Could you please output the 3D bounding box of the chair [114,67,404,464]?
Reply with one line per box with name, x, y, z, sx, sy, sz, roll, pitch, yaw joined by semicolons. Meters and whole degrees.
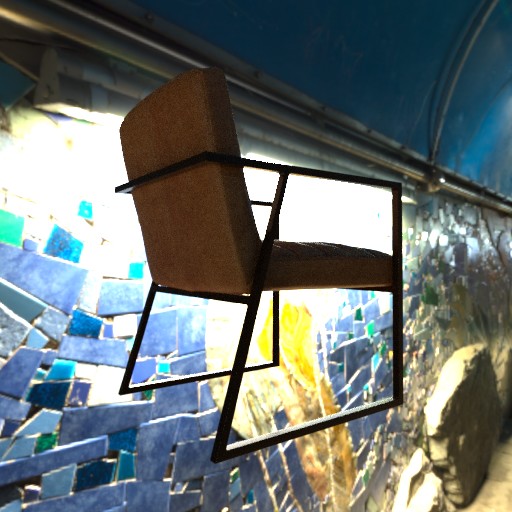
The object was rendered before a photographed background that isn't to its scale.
chair;0.000;0.000;1.294;0.677;0.832;0.571;0;-1;-36
